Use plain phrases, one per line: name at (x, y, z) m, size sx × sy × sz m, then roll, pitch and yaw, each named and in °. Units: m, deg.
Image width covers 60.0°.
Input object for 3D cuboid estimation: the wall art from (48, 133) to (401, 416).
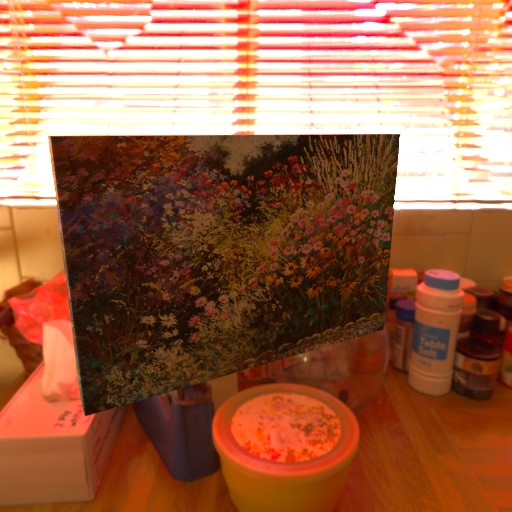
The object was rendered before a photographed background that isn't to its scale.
wall art at (0.000, 0.000, 0.769) m, size 0.610 × 0.406 × 0.037 m, roll -9°, pitch 18°, yaw -28°
